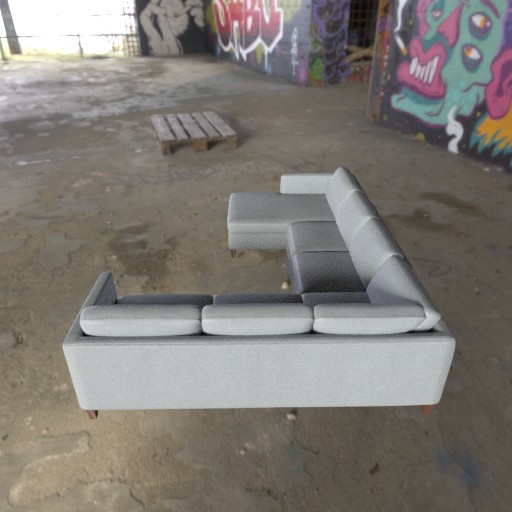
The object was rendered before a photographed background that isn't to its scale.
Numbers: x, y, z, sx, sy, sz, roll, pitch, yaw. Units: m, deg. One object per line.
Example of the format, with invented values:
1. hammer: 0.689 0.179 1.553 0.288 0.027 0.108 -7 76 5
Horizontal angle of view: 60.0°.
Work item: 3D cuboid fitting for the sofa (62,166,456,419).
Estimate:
1. sofa: 0.000 0.000 4.316 2.551 0.853 3.238 0 30 -1
